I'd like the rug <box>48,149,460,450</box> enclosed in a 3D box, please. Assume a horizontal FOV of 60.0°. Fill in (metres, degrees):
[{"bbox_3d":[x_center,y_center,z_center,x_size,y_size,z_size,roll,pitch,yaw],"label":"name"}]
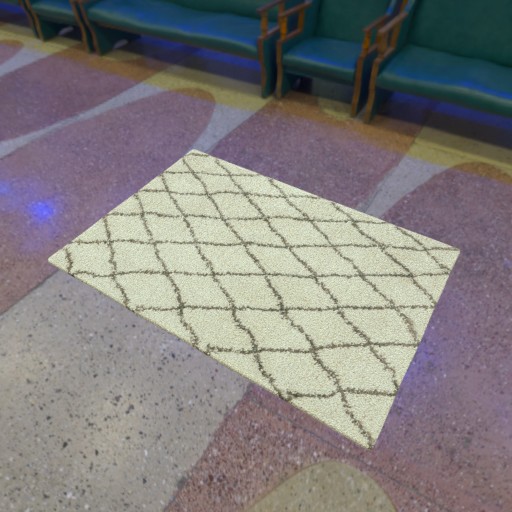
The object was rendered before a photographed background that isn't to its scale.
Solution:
[{"bbox_3d":[0.000,0.000,2.307,1.778,0.030,1.219,25,51,22],"label":"rug"}]
